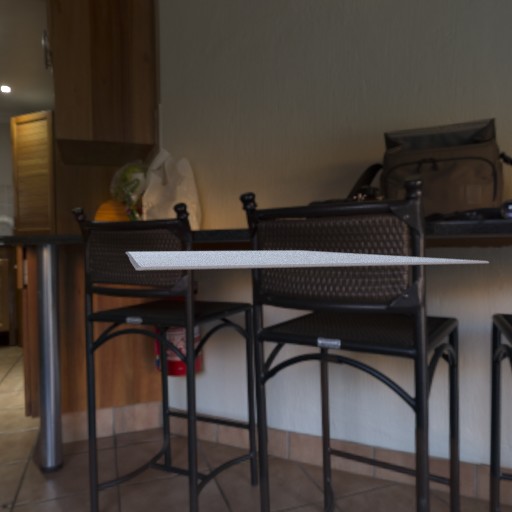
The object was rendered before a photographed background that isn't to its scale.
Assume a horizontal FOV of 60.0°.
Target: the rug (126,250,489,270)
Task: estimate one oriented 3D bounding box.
[{"bbox_3d":[0.000,0.000,2.736,1.517,0.013,2.115,-1,2,-17],"label":"rug"}]
